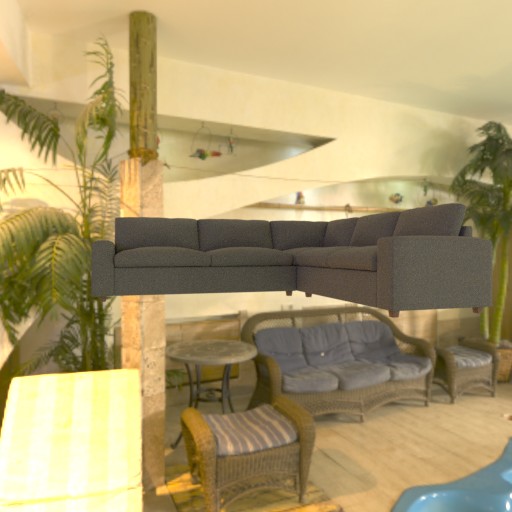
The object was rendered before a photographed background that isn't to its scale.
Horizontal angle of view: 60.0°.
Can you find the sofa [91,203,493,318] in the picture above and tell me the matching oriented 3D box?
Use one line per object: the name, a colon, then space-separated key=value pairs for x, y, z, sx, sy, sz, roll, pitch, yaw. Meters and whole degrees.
sofa: x=0.000 y=0.000 z=4.617 sx=3.277 sy=0.965 sz=2.895 roll=0 pitch=1 yaw=-17
